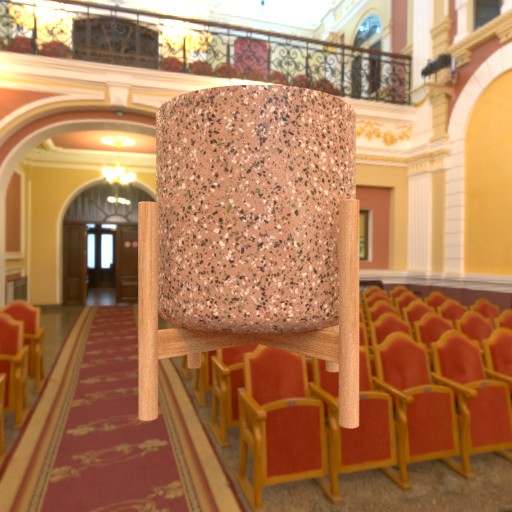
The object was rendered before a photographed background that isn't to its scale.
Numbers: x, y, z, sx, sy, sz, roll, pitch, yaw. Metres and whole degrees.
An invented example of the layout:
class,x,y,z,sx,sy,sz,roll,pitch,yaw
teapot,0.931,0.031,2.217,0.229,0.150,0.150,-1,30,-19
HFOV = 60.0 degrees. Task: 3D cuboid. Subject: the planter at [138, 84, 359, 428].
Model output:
class,x,y,z,sx,sy,sz,roll,pitch,yaw
planter,0.000,0.000,0.691,0.360,0.419,0.360,0,0,-17
